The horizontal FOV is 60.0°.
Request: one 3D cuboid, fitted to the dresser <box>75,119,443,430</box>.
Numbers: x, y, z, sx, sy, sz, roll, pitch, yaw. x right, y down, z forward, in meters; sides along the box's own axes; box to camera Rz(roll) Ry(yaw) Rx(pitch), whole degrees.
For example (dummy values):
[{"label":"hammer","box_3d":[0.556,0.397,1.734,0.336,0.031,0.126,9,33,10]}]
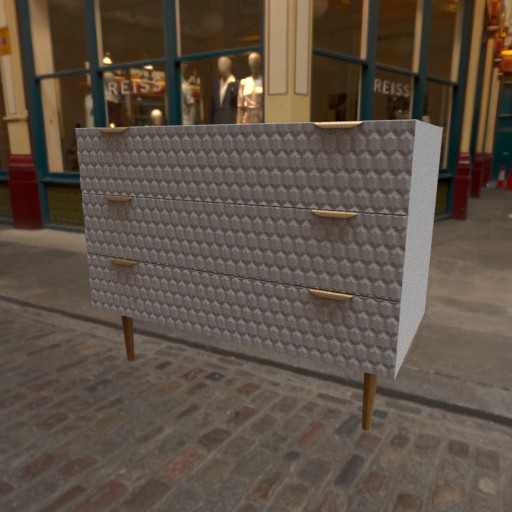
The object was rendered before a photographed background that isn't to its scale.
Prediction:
[{"label":"dresser","box_3d":[0.000,0.000,1.300,0.905,0.721,0.457,7,16,27]}]
